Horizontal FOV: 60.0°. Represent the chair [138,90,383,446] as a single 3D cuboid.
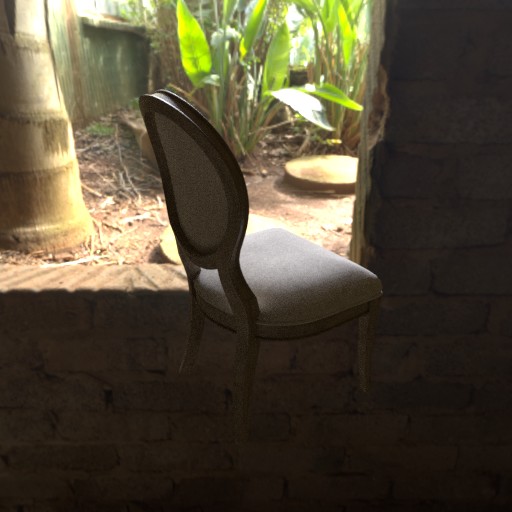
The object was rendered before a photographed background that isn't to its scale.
[{"bbox_3d":[0.000,0.000,1.374,0.602,0.990,0.558,-16,29,-31],"label":"chair"}]
